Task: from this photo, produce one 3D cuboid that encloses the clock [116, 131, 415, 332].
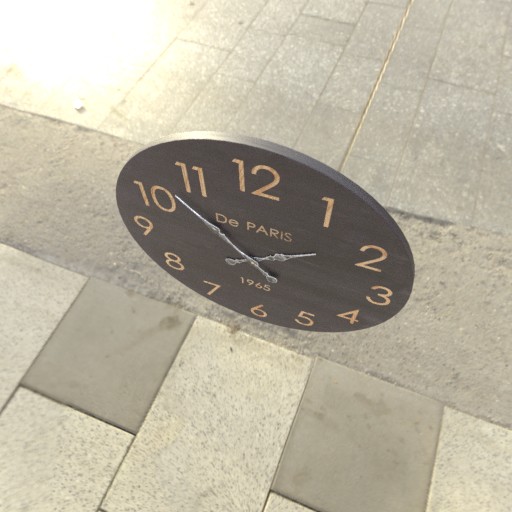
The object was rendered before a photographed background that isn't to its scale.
[{"bbox_3d":[0.000,0.000,0.878,0.595,0.595,0.029,17,60,10],"label":"clock"}]
